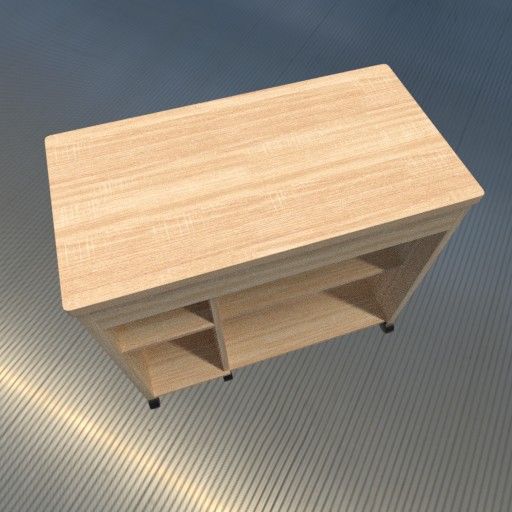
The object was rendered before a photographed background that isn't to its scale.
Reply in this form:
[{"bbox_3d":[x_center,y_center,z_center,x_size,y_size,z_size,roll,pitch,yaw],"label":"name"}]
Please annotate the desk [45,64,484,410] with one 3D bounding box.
[{"bbox_3d":[0.000,0.000,1.315,0.884,0.770,0.480,-16,60,-9],"label":"desk"}]
